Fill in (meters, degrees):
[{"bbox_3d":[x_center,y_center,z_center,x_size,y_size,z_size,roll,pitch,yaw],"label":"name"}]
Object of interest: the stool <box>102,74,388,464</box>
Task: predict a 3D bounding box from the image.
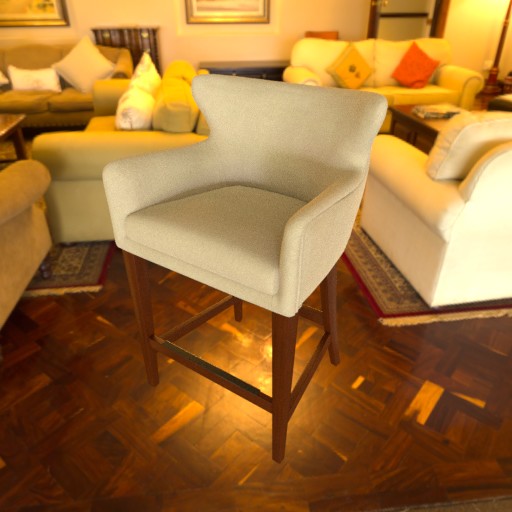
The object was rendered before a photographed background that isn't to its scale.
[{"bbox_3d":[0.000,0.000,1.339,0.601,0.951,0.570,19,36,29],"label":"stool"}]
